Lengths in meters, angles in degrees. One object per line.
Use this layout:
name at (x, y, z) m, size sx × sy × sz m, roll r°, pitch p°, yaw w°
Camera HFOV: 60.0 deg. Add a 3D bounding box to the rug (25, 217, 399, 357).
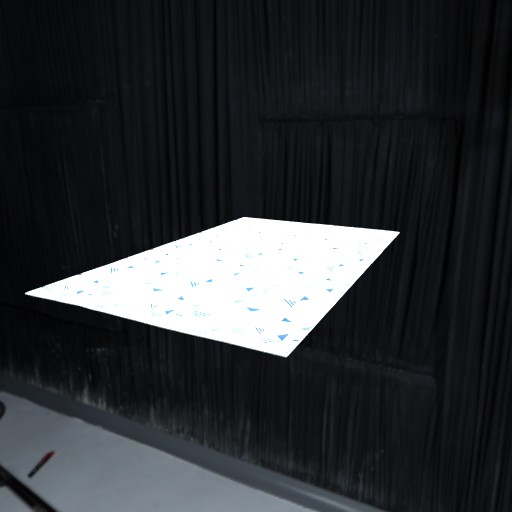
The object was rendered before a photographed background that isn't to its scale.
rug at (0.000, 0.000, 3.080) m, size 1.512 × 0.009 × 2.457 m, roll 8°, pitch 17°, yaw 26°
